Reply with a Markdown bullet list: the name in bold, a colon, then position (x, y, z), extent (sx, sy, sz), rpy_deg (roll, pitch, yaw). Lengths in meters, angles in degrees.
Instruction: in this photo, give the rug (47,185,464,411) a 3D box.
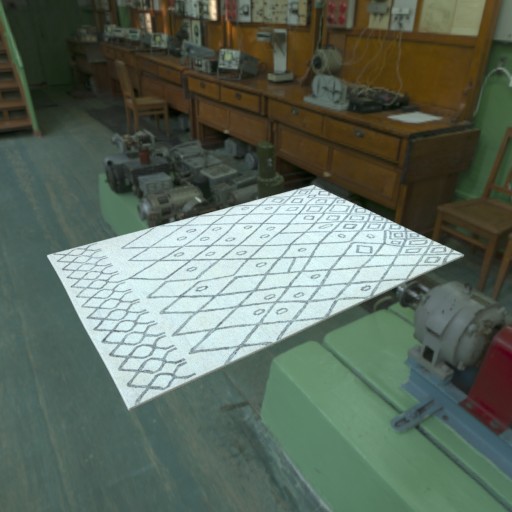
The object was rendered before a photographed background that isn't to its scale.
- **rug**: position (0.000, 0.000, 2.333), extent (1.828, 0.015, 1.222), rpy_deg (-19, 35, -29)
